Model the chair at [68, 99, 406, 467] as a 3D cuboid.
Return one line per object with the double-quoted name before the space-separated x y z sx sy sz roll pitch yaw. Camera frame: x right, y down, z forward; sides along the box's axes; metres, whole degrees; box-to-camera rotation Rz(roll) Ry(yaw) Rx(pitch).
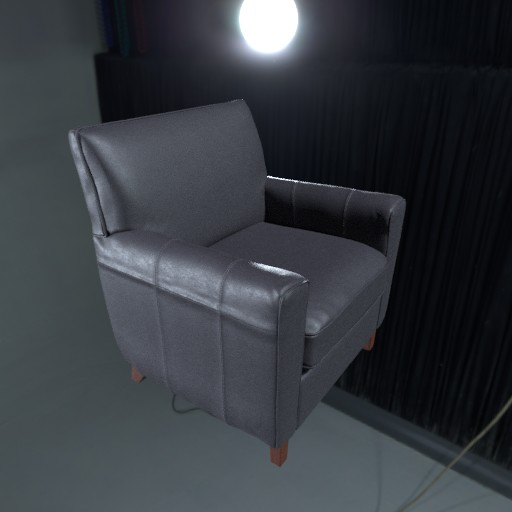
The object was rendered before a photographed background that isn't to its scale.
"chair" 0.000 0.000 1.594 0.825 0.943 0.870 18 32 31
